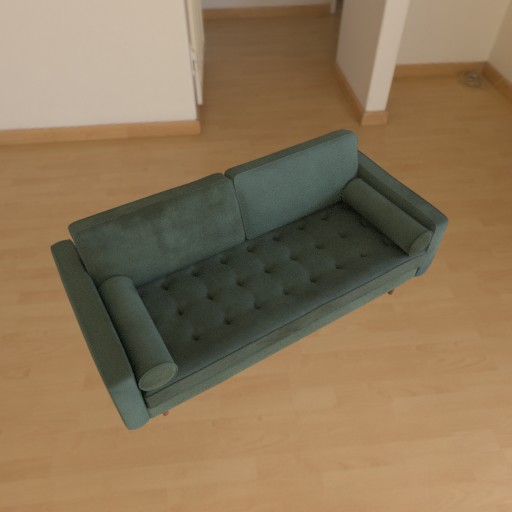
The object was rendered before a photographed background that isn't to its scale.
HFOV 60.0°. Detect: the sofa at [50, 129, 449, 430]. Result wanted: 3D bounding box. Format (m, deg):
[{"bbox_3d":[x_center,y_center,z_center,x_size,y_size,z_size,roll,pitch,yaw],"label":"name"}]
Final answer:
[{"bbox_3d":[0.000,0.000,2.386,1.880,0.772,0.916,-24,51,-21],"label":"sofa"}]
